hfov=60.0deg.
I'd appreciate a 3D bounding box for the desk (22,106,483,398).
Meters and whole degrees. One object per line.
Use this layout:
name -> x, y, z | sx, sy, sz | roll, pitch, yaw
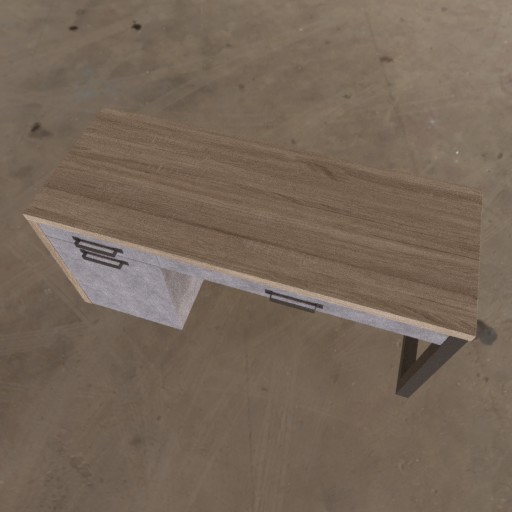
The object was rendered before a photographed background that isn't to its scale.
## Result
desk -> 0.000, 0.000, 2.065 | 1.700, 0.760, 0.690 | 15, 58, 9
